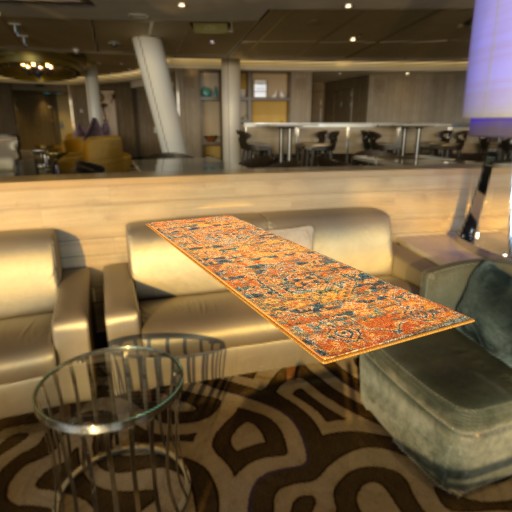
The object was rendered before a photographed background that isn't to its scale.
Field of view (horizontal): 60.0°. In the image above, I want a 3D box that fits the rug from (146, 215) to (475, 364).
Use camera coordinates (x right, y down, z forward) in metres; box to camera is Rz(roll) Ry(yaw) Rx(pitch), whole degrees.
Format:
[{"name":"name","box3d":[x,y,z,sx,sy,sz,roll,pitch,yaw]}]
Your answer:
[{"name":"rug","box3d":[0.000,0.000,1.988,0.556,0.013,1.820,-8,18,-26]}]
